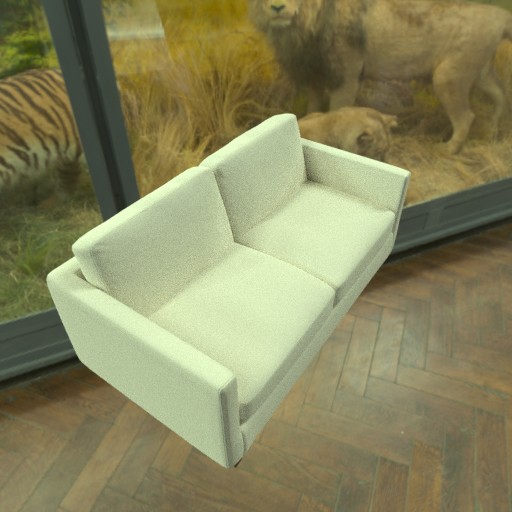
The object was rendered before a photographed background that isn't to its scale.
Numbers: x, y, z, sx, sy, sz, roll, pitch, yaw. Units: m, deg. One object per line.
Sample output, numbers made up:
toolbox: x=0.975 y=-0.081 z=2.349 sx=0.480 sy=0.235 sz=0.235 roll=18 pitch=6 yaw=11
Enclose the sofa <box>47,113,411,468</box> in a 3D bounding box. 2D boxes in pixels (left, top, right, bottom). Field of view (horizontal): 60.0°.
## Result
sofa: x=0.000 y=0.000 z=2.268 sx=0.964 sy=0.888 sz=1.702 roll=25 pitch=47 yaw=26
